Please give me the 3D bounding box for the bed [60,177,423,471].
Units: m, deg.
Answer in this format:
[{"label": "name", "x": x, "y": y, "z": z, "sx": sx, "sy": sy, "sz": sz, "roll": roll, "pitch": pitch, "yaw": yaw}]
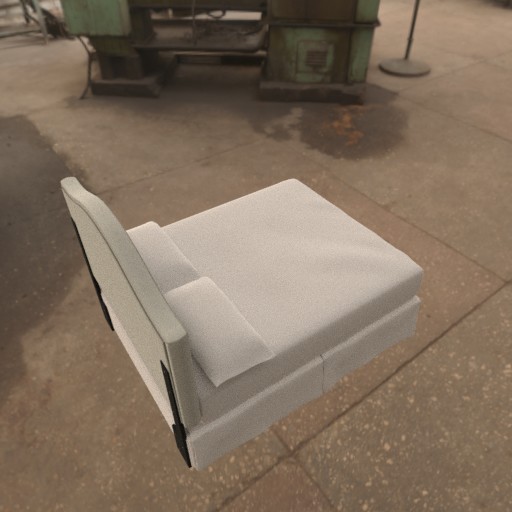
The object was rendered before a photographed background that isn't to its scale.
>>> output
[{"label": "bed", "x": 0.000, "y": 0.000, "z": 3.421, "sx": 2.180, "sy": 1.607, "sz": 1.813, "roll": -24, "pitch": 47, "yaw": -25}]
